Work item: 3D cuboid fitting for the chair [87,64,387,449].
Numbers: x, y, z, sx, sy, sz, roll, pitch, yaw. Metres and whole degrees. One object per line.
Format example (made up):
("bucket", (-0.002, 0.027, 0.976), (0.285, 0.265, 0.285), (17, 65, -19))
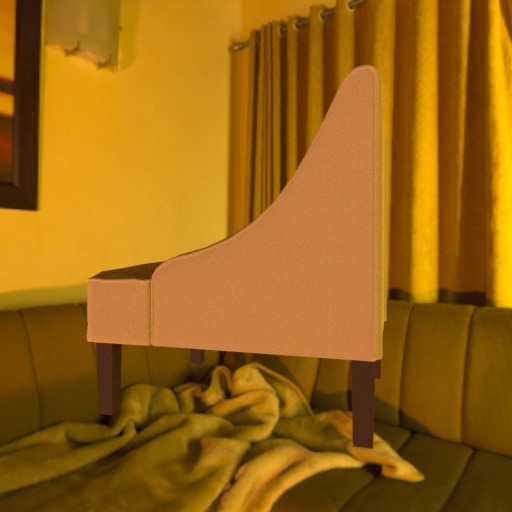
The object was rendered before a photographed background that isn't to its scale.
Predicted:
("chair", (0.000, 0.000, 1.439), (0.806, 0.886, 0.689), (0, 1, 17))
